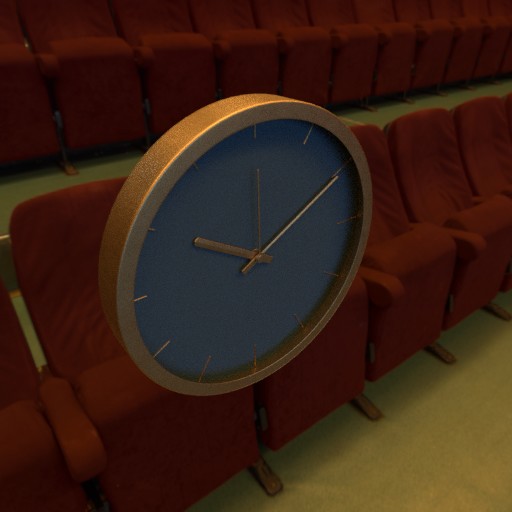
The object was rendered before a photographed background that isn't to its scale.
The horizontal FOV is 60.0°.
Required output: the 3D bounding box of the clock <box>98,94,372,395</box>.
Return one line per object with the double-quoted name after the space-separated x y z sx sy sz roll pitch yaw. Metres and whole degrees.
0.000 0.000 0.459 0.314 0.314 0.040 -21 36 -31 "clock"
